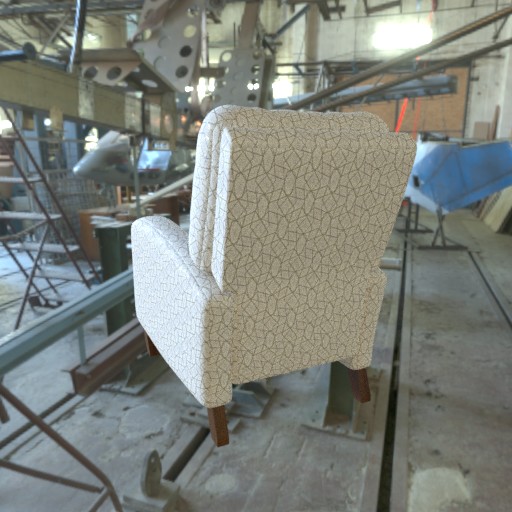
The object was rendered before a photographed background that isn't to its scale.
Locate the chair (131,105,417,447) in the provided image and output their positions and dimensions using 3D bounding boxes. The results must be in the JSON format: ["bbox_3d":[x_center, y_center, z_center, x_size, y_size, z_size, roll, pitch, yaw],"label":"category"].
[{"bbox_3d":[0.000,0.000,1.764,0.796,1.064,0.995,-6,14,-26],"label":"chair"}]
